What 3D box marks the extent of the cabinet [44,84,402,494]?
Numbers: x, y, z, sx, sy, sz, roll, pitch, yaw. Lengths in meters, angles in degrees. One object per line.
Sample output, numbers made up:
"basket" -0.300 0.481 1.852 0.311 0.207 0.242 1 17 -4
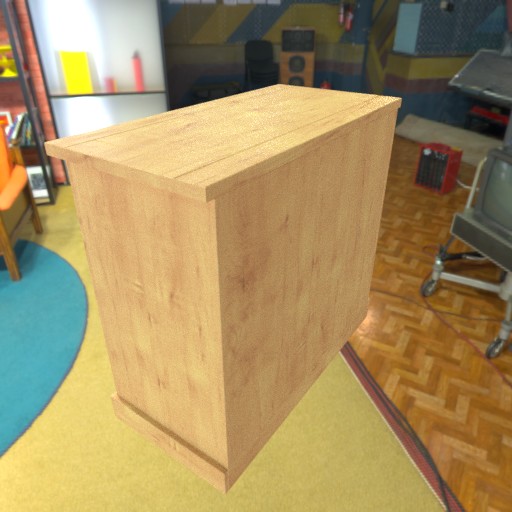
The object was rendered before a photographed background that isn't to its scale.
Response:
"cabinet" 0.000 0.000 1.362 0.450 0.840 0.920 19 35 30
